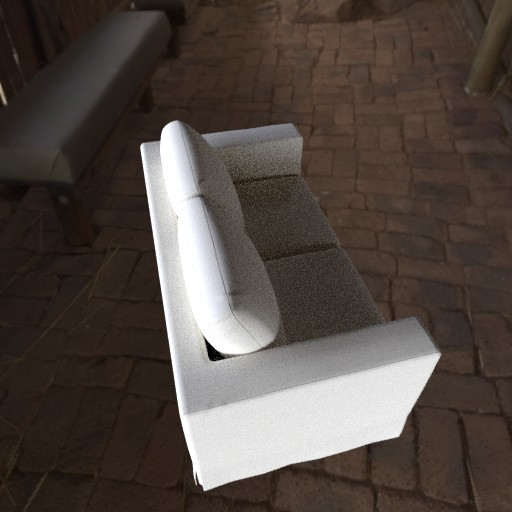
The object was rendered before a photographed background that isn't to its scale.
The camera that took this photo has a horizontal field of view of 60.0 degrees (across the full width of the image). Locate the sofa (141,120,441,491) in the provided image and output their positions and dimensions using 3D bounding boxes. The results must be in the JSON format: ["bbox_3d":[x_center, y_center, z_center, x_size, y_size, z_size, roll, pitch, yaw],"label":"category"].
[{"bbox_3d":[0.000,0.000,2.325,1.009,0.932,1.813,-11,46,-10],"label":"sofa"}]
